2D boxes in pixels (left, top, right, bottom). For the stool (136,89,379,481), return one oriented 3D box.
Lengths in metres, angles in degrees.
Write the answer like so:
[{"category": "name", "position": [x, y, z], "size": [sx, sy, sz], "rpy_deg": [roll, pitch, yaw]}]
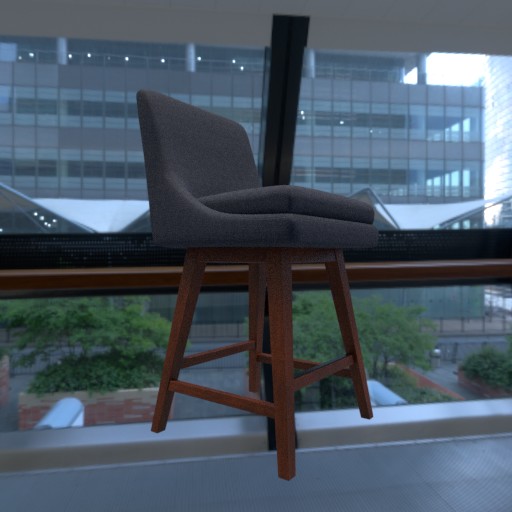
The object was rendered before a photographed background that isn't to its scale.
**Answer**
[{"category": "stool", "position": [0.000, 0.000, 1.197], "size": [0.524, 0.895, 0.467], "rpy_deg": [0, 0, 37]}]
